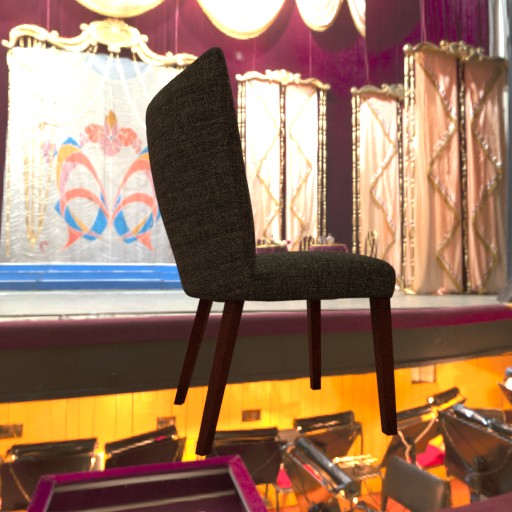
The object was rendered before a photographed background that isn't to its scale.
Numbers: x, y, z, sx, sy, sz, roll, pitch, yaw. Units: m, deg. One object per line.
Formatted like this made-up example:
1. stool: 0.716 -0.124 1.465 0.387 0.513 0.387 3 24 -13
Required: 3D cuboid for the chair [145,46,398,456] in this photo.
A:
1. chair: 0.000 0.000 1.278 0.623 0.924 0.535 0 -2 -18
